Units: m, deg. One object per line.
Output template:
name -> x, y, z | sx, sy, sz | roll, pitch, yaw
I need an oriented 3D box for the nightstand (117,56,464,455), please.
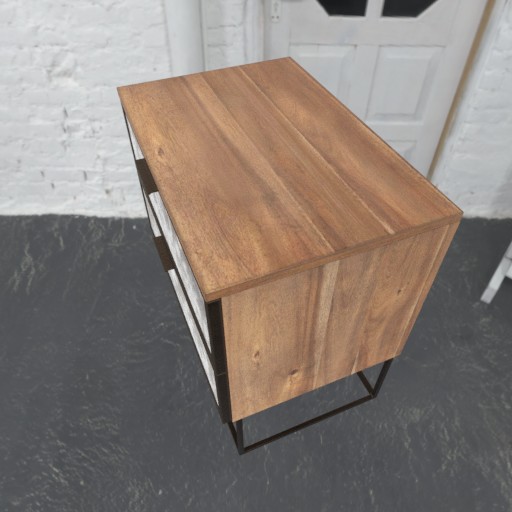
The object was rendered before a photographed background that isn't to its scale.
nightstand -> 0.000, 0.000, 1.022 | 0.427, 0.611, 0.605 | -17, 49, -15
